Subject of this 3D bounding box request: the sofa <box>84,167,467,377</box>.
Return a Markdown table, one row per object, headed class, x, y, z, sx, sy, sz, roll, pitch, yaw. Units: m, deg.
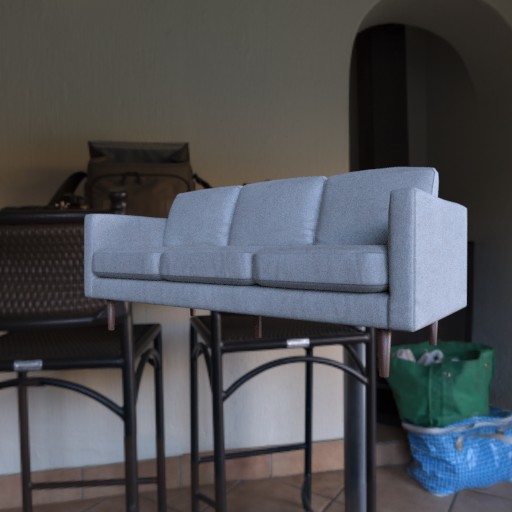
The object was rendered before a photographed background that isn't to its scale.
| class | x | y | z | sx | sy | sz | roll | pitch | yaw |
| --- | --- | --- | --- | --- | --- | --- | --- | --- | --- |
| sofa | 0.000 | 0.000 | 2.466 | 1.983 | 0.918 | 0.944 | 1 | 1 | 36 |
